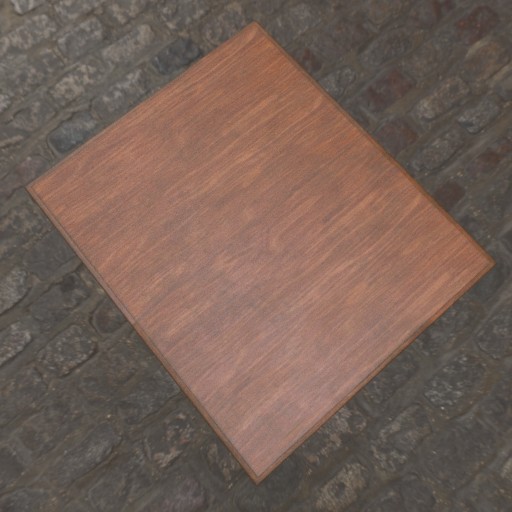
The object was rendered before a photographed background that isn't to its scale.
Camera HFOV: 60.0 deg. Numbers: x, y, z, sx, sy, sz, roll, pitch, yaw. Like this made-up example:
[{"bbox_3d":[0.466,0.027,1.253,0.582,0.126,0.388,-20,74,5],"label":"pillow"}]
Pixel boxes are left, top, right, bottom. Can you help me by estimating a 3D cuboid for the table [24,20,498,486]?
[{"bbox_3d":[0.000,0.000,1.559,0.838,0.761,0.991,-40,80,-9],"label":"table"}]
